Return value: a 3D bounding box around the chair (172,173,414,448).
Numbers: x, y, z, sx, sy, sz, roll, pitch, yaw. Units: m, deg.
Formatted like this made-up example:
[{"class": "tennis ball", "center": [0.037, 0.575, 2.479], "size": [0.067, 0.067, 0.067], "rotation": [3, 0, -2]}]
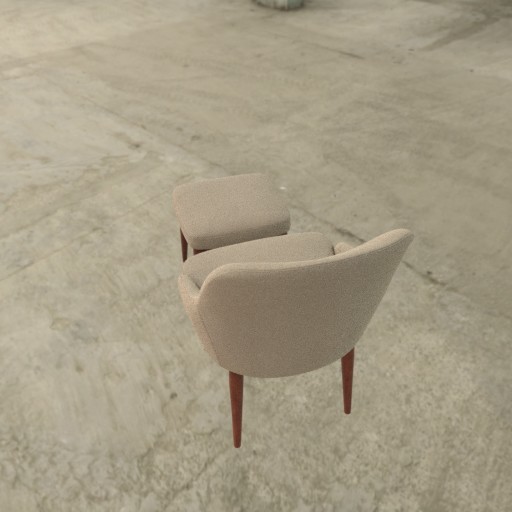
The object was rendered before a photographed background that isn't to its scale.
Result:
[{"class": "chair", "center": [0.000, 0.000, 1.569], "size": [0.584, 0.866, 1.114], "rotation": [-12, 42, -13]}]
